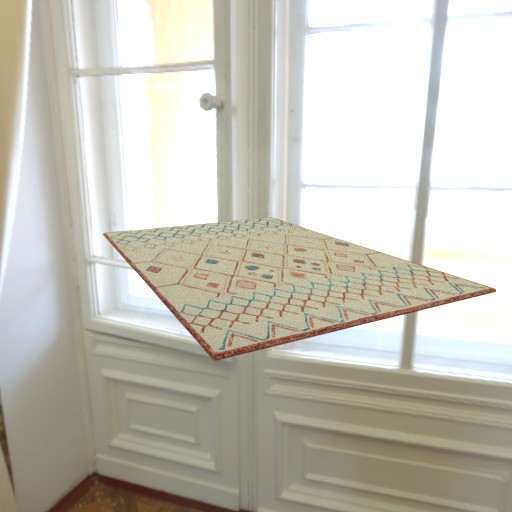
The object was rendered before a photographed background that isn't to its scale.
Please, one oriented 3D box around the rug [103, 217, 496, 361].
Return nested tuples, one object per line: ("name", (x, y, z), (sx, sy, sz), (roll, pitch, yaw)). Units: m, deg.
("rug", (0.000, 0.000, 2.281), (1.219, 0.016, 1.829), (-8, 17, -27))
